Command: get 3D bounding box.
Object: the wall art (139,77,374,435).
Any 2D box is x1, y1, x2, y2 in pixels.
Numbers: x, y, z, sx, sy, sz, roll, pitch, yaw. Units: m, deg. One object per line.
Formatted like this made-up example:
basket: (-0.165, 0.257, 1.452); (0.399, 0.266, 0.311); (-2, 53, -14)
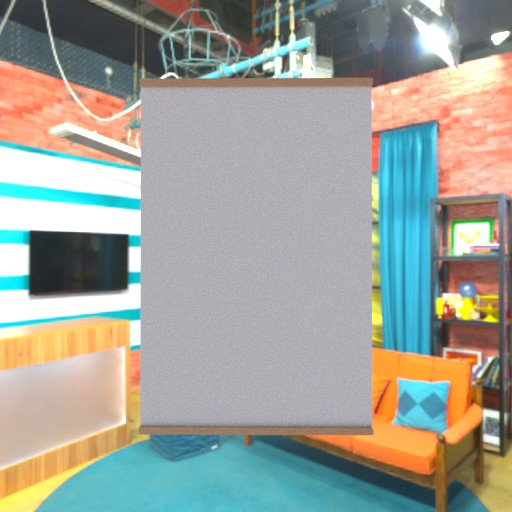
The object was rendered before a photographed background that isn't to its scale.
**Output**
wall art: (0.000, 0.000, 0.767); (0.401, 0.611, 0.016); (0, 0, 1)
